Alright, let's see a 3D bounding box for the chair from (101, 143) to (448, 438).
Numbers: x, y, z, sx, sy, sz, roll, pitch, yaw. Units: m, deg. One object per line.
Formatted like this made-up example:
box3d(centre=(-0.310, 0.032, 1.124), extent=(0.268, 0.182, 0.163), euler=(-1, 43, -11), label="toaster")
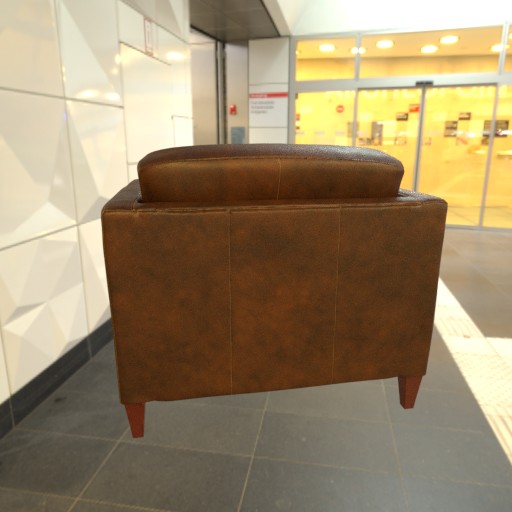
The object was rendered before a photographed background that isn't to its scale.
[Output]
box3d(centre=(0.000, 0.000, 1.748), extent=(0.990, 0.864, 0.975), euler=(-2, 15, -9), label="chair")
